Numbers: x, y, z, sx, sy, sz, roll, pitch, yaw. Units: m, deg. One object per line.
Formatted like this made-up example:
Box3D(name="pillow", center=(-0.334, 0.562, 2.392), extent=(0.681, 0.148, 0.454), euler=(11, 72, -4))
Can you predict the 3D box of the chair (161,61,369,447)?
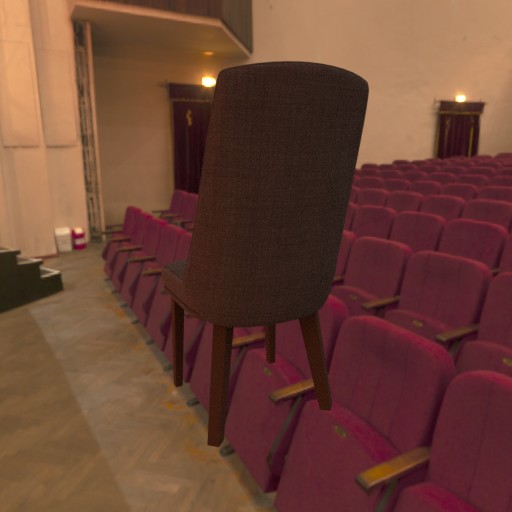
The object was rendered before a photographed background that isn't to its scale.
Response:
Box3D(name="chair", center=(0.000, 0.000, 1.398), extent=(0.510, 1.050, 0.577), euler=(-7, 15, -27))
